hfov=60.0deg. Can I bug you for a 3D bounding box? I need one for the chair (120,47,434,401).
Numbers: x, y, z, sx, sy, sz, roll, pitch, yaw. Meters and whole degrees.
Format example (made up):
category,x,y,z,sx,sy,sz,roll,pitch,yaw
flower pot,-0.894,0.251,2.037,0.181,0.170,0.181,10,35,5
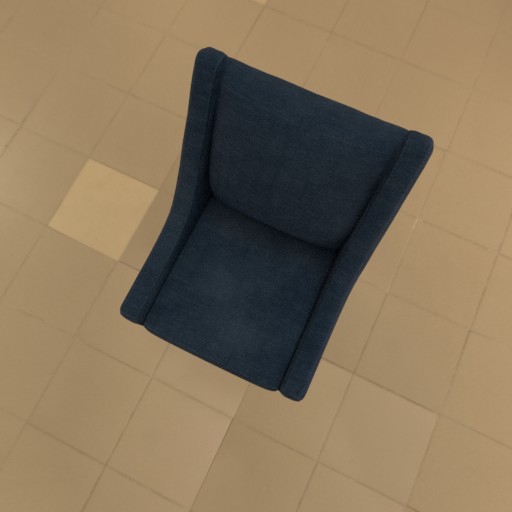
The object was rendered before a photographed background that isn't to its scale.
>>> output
category,x,y,z,sx,sy,sz,roll,pitch,yaw
chair,0.000,0.000,1.688,0.774,1.014,0.870,25,77,6
